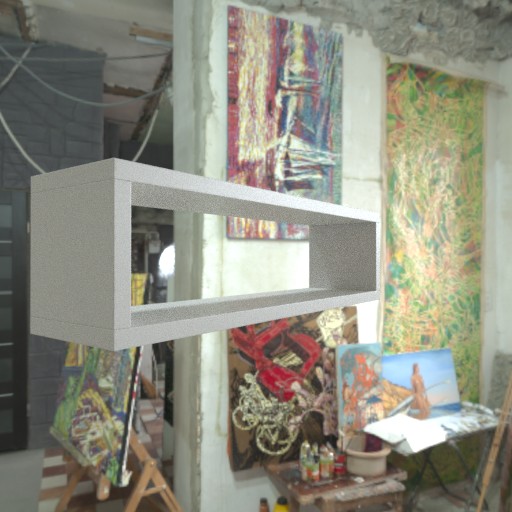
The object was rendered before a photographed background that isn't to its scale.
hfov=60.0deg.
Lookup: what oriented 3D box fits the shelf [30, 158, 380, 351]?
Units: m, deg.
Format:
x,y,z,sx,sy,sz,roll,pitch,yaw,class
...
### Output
x,y,z,sx,sy,sz,roll,pitch,yaw,class
0.000,0.000,0.677,0.150,0.170,0.610,0,0,37,shelf
